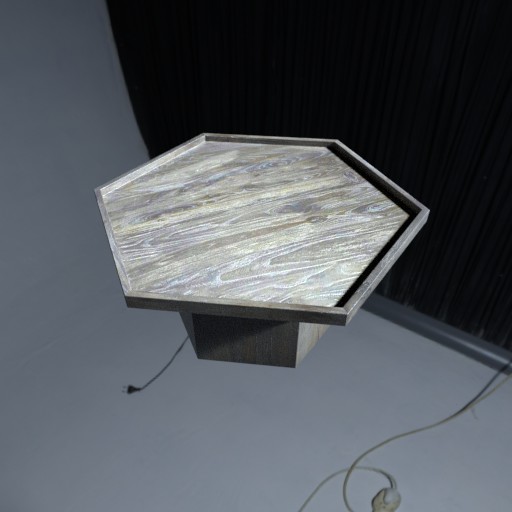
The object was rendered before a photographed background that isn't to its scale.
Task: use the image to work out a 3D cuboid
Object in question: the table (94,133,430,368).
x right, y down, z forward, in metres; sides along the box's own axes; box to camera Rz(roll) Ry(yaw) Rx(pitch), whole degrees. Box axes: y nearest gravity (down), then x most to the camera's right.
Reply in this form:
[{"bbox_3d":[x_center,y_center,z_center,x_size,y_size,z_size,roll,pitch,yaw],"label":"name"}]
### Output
[{"bbox_3d":[0.000,0.000,1.618,0.966,0.488,1.115,25,46,27],"label":"table"}]
